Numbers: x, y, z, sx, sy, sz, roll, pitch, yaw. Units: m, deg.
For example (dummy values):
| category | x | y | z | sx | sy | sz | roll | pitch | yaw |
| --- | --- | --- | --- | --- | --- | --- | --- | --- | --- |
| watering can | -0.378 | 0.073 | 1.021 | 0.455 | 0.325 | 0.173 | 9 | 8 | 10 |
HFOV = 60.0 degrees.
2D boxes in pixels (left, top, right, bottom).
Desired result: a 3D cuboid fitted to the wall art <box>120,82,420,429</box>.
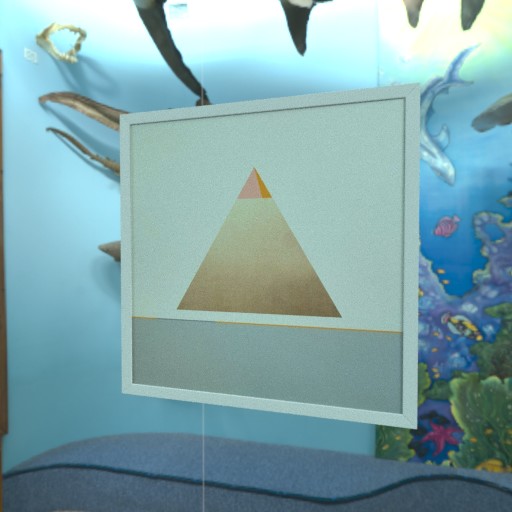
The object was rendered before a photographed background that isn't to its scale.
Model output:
| category | x | y | z | sx | sy | sz | roll | pitch | yaw |
| --- | --- | --- | --- | --- | --- | --- | --- | --- | --- |
| wall art | 0.000 | 0.000 | 1.116 | 0.768 | 0.765 | 0.041 | 0 | 2 | 18 |
